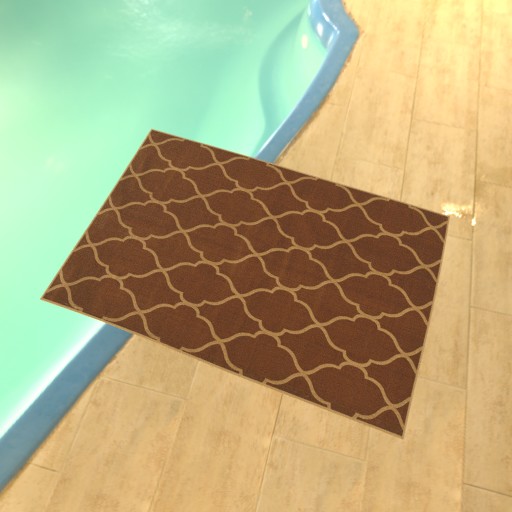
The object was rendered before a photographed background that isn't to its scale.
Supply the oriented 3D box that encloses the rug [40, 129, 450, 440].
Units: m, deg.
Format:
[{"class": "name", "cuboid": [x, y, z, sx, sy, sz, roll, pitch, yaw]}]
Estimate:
[{"class": "rug", "cuboid": [0.000, 0.000, 2.888, 2.290, 0.014, 1.526, 18, 63, 10]}]
